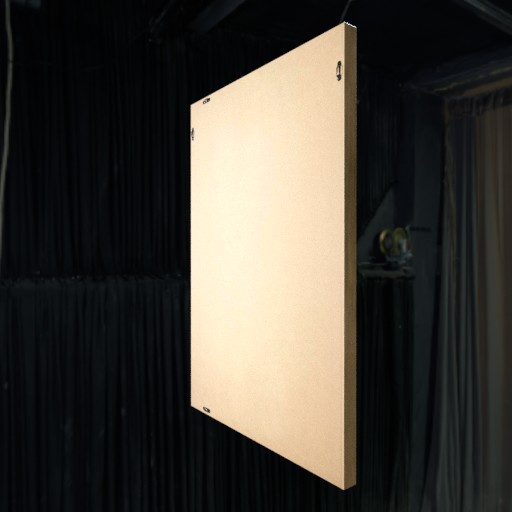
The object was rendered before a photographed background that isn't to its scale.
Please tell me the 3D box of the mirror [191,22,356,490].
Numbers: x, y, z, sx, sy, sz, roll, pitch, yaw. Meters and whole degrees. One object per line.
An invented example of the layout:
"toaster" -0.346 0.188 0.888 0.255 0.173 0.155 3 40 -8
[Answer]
"mirror" 0.000 0.000 1.117 0.041 0.915 0.609 0 0 -37
